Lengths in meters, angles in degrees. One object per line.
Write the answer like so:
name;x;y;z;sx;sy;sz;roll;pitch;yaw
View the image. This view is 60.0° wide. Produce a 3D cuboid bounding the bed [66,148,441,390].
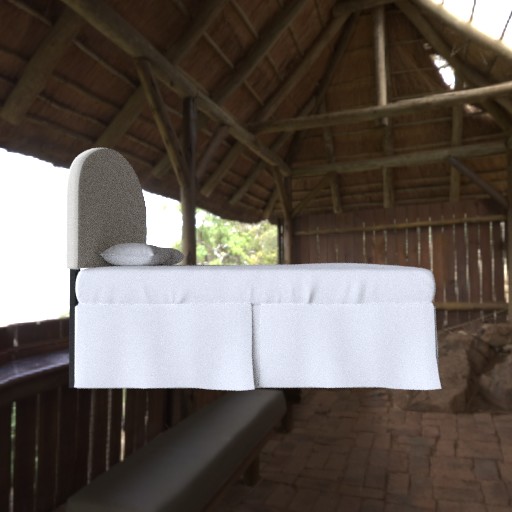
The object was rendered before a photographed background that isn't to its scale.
bed;0.000;0.000;3.070;2.005;1.410;1.607;0;-1;-1
